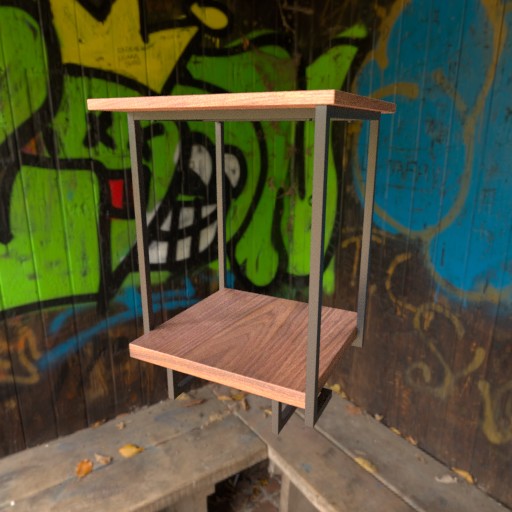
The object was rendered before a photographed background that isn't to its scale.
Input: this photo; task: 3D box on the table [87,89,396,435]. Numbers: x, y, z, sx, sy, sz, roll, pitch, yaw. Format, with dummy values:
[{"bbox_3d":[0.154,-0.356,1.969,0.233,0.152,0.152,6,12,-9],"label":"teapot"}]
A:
[{"bbox_3d":[0.000,0.000,0.861,0.411,0.567,0.384,8,18,26],"label":"table"}]
